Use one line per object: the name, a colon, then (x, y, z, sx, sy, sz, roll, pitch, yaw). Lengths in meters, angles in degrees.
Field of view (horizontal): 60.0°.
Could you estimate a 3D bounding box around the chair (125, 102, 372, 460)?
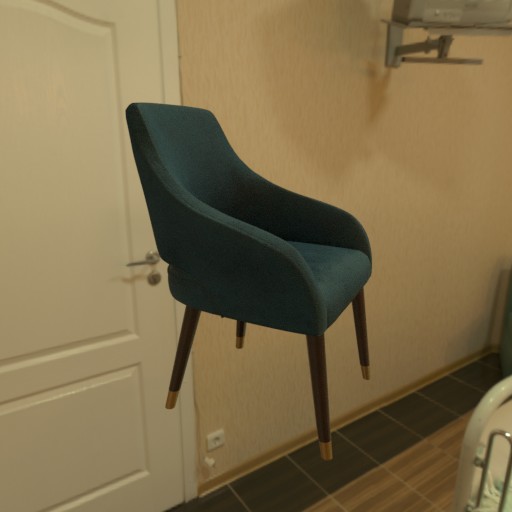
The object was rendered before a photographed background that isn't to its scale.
chair: (0.000, 0.000, 1.633, 0.794, 1.081, 0.683, 8, 17, 26)
